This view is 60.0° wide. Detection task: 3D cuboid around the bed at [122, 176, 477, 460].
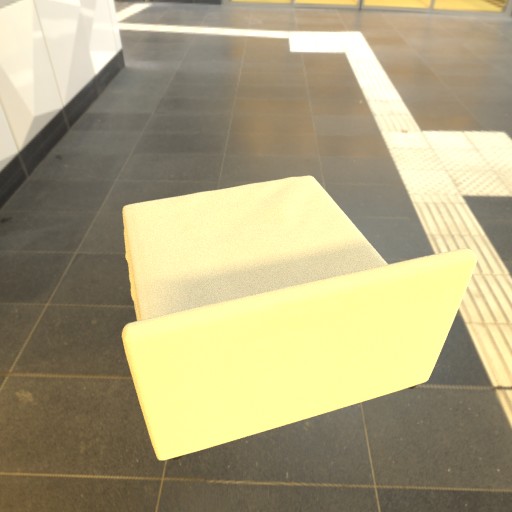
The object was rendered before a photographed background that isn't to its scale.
[{"bbox_3d":[0.000,0.000,3.597,2.119,1.317,2.341,-11,41,-14],"label":"bed"}]
